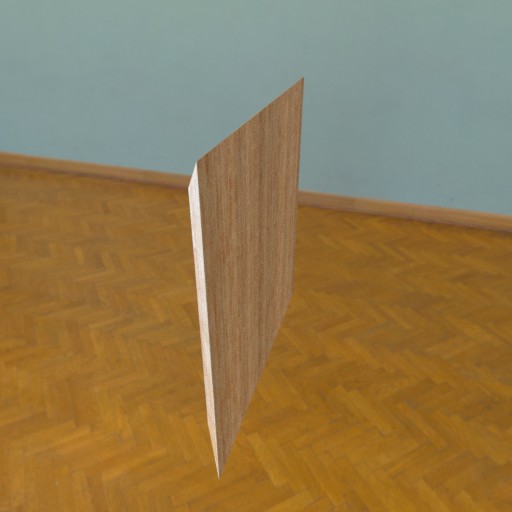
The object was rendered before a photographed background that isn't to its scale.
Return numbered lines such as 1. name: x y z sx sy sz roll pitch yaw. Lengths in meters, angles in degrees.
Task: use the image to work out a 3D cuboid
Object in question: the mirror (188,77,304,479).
1. mirror: 0.000 0.000 0.981 0.047 0.651 0.651 9 32 14
